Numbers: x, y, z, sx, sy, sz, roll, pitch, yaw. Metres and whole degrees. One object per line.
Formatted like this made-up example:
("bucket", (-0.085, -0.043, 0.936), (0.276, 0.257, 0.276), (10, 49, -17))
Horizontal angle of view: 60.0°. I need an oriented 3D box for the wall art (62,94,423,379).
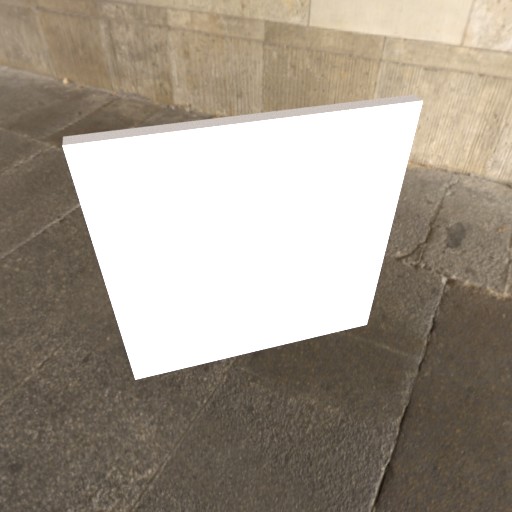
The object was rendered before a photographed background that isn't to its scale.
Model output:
("wall art", (0.000, 0.000, 0.858), (0.559, 0.559, 0.028), (-11, 42, -12))
